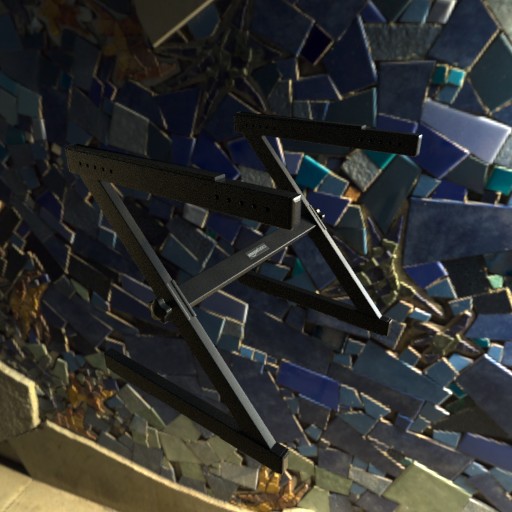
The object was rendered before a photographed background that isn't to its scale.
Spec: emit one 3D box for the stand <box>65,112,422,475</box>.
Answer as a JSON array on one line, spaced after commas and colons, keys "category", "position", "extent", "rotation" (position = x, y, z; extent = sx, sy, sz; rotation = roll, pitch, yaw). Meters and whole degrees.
[{"category": "stand", "position": [0.000, 0.000, 1.173], "extent": [0.586, 0.617, 0.700], "rotation": [18, 31, 32]}]
